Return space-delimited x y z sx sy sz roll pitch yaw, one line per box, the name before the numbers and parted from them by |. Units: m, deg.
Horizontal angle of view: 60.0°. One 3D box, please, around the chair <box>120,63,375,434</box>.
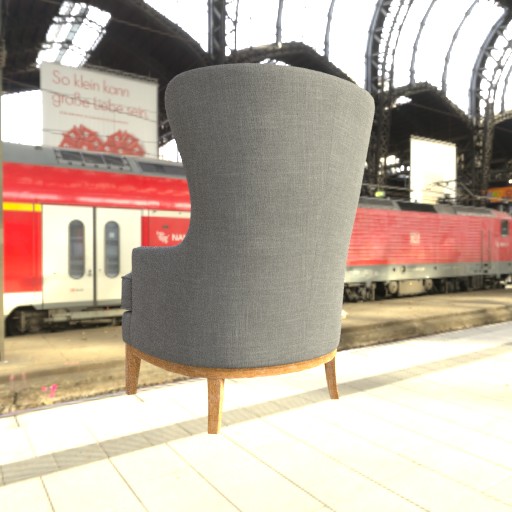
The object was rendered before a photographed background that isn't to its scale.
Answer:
chair | 0.000 0.000 1.779 0.864 1.176 0.883 -1 1 -36
